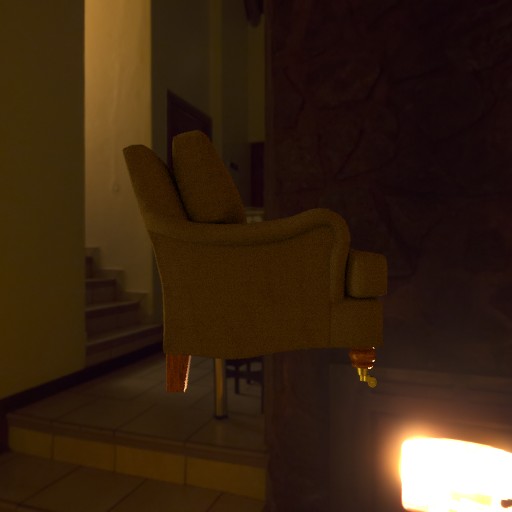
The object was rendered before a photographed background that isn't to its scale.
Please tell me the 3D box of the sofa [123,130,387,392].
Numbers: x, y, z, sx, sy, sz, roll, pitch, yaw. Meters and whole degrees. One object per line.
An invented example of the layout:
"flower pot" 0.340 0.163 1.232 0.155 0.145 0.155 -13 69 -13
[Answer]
"sofa" 0.000 0.000 2.805 1.086 1.087 2.165 0 0 0
